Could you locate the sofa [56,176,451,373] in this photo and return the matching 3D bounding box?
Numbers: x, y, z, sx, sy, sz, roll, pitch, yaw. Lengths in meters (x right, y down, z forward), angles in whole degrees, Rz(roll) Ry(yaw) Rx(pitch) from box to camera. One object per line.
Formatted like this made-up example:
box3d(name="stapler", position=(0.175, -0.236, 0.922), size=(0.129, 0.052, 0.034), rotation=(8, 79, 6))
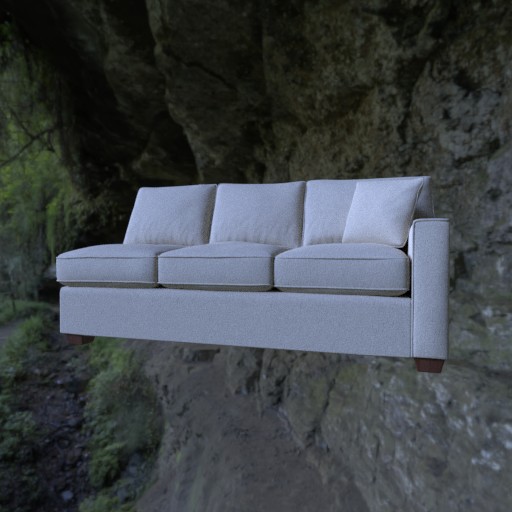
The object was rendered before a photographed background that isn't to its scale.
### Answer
box3d(name="sofa", position=(0.000, 0.000, 2.547), size=(1.963, 0.946, 1.034), rotation=(0, 1, 17))
